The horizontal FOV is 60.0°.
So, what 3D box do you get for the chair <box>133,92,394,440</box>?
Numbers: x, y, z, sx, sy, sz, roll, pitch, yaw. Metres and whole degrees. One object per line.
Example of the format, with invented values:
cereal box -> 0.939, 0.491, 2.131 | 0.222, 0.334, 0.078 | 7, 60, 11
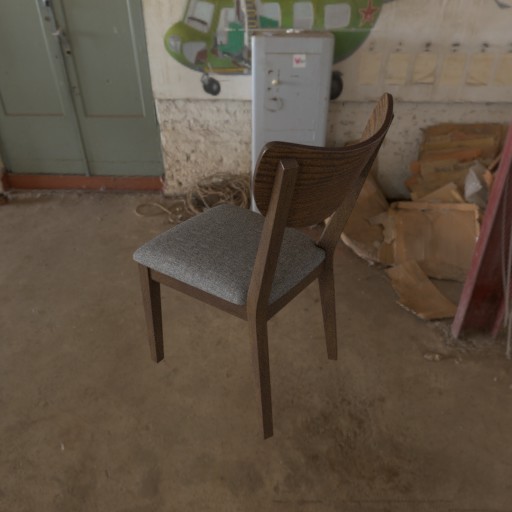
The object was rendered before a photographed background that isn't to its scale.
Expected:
chair -> 0.000, 0.000, 1.228 | 0.583, 0.849, 0.491 | 23, 39, 31
